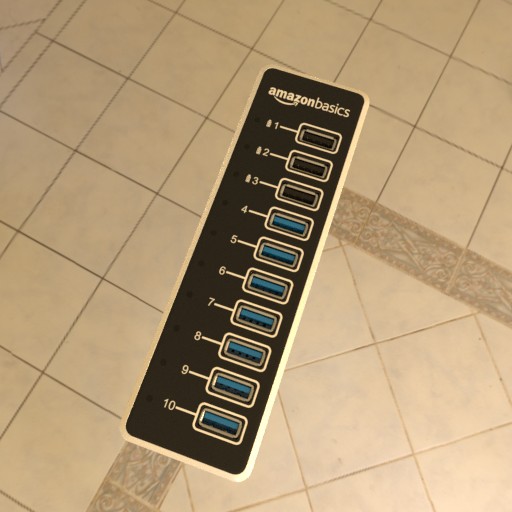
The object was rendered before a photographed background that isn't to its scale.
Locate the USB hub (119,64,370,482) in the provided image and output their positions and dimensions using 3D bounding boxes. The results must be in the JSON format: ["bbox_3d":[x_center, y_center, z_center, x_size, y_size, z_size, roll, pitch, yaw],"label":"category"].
[{"bbox_3d":[0.000,0.000,0.165,0.044,0.023,0.145,19,77,5],"label":"USB hub"}]
